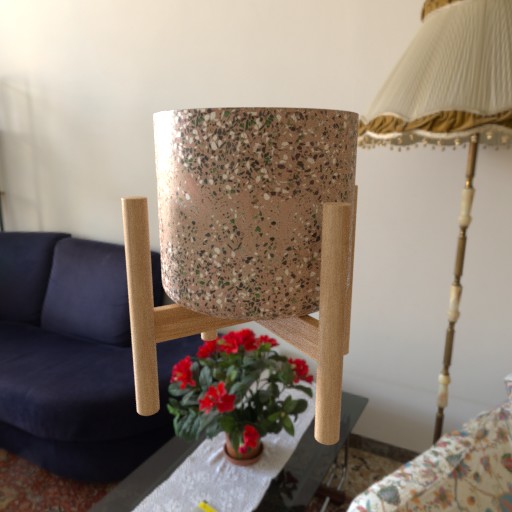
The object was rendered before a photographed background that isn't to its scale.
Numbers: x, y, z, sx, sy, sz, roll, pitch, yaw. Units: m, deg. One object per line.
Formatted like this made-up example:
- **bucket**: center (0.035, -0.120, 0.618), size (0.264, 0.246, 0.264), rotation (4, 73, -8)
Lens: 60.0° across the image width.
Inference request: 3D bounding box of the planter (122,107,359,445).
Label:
- **planter**: center (0.000, 0.000, 0.529), size (0.284, 0.320, 0.284), rotation (-2, 14, -8)
